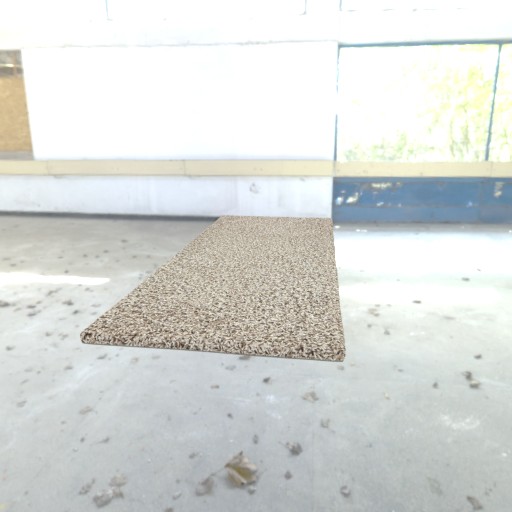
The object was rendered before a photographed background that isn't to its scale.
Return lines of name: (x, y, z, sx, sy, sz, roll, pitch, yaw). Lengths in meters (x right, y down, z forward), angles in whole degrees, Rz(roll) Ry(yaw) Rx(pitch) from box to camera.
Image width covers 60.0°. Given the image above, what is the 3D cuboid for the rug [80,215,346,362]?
rug: (0.000, 0.000, 1.707, 0.609, 0.030, 1.524, 2, 16, 8)
